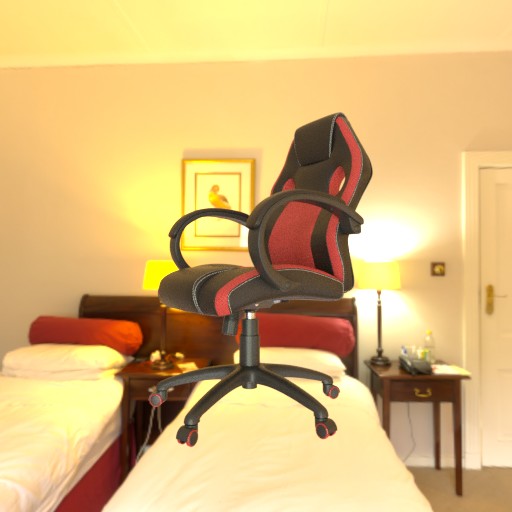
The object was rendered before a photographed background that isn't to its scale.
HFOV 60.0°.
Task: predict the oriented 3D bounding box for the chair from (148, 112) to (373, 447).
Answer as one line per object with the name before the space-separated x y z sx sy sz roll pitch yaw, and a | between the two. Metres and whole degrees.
chair | 0.000 0.000 1.711 0.783 1.189 0.750 0 -1 -34
